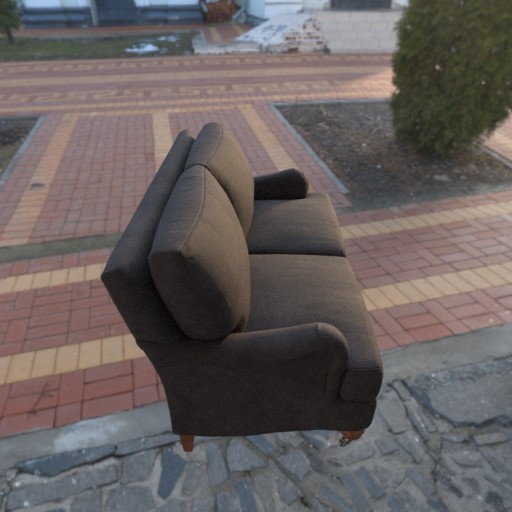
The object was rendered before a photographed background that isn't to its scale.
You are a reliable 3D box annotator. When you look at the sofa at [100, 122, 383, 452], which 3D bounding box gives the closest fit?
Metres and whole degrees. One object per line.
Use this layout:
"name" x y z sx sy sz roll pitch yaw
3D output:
"sofa" 0.000 0.000 2.526 1.084 1.101 1.853 0 31 1
